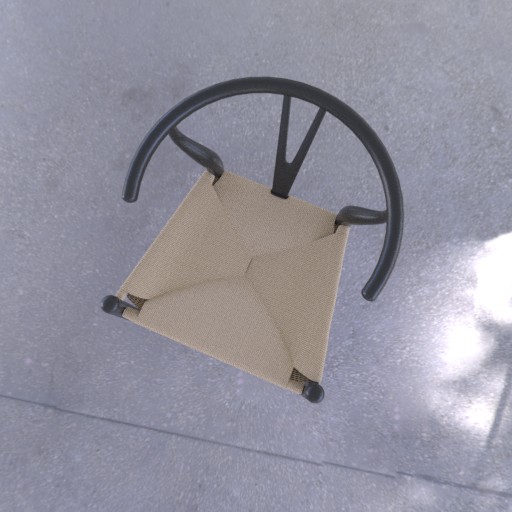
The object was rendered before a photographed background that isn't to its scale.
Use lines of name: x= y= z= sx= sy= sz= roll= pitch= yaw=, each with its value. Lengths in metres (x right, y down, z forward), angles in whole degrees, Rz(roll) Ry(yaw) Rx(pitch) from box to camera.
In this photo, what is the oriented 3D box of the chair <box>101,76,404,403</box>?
chair: x=0.000 y=0.000 z=1.173 sx=0.570 sy=0.739 sz=0.570 roll=22 pitch=77 yaw=5
